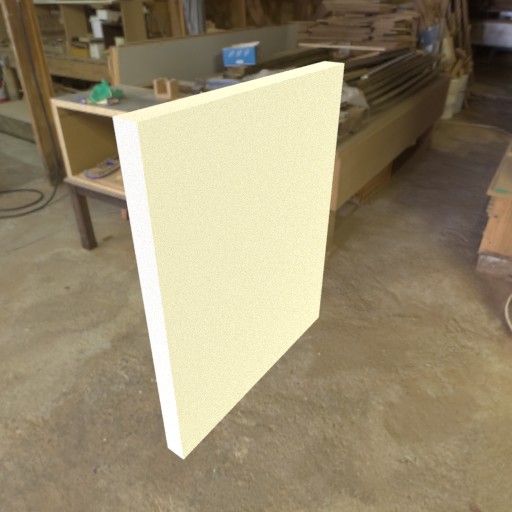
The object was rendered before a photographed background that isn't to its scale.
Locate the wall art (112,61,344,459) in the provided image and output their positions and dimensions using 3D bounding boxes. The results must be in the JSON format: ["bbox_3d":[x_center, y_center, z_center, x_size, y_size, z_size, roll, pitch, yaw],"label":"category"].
[{"bbox_3d":[0.000,0.000,0.749,0.039,0.553,0.451,21,38,30],"label":"wall art"}]
